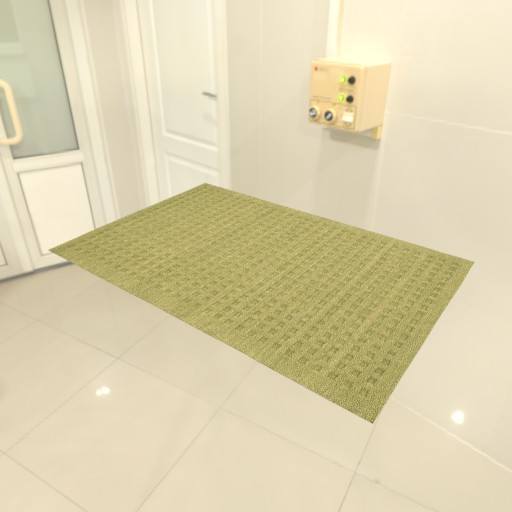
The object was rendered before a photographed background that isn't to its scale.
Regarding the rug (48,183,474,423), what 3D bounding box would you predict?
[{"bbox_3d":[0.000,0.000,2.854,2.297,0.007,1.529,21,36,31],"label":"rug"}]
